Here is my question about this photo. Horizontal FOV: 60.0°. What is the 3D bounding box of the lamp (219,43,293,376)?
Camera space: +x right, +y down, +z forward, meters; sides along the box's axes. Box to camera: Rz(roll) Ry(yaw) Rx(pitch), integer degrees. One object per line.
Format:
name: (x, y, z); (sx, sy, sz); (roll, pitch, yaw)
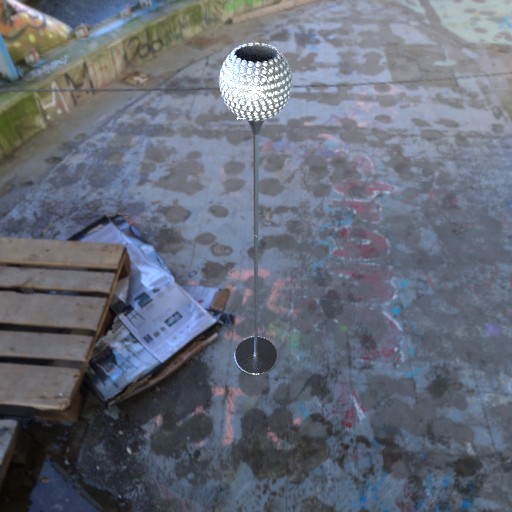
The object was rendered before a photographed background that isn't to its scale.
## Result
lamp: (0.000, 0.000, 1.985); (0.254, 1.805, 0.254); (0, 48, 0)
